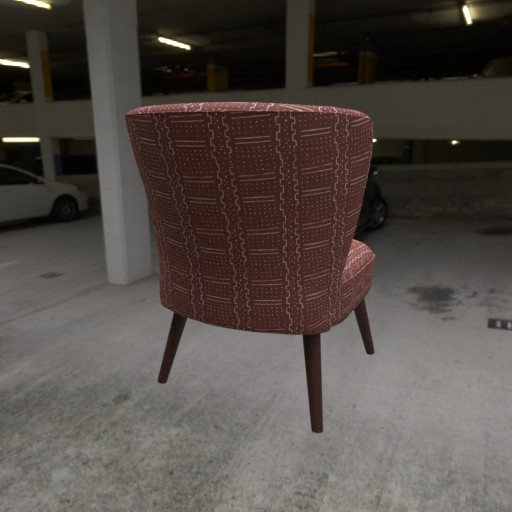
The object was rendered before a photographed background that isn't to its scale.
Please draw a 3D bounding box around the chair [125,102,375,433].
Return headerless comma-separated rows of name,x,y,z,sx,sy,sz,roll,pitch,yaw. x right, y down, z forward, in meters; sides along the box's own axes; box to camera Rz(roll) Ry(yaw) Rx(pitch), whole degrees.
chair,0.000,0.000,1.391,0.706,0.866,0.758,8,17,27
